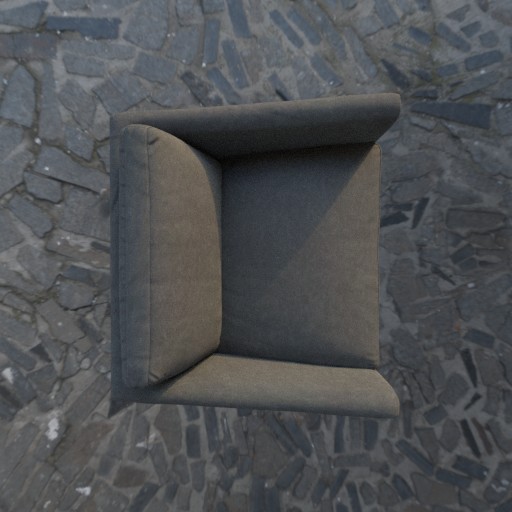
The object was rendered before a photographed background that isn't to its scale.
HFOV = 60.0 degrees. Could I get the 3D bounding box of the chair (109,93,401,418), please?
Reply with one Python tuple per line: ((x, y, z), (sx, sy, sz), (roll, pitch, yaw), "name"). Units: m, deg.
((0.000, 0.000, 1.840), (1.091, 0.845, 1.190), (0, 91, -2), "chair")
